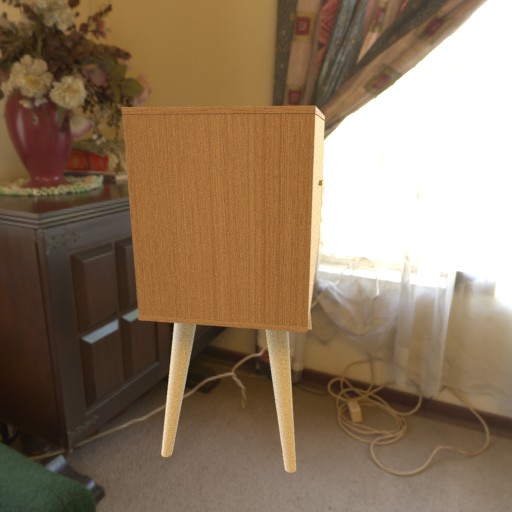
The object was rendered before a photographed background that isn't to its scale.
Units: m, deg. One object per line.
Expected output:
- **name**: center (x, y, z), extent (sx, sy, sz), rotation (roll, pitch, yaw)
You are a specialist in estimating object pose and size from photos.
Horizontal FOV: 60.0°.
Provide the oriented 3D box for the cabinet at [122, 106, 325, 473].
- **cabinet**: center (0.000, 0.000, 1.657), extent (0.470, 1.016, 1.057), rotation (3, 16, 9)
